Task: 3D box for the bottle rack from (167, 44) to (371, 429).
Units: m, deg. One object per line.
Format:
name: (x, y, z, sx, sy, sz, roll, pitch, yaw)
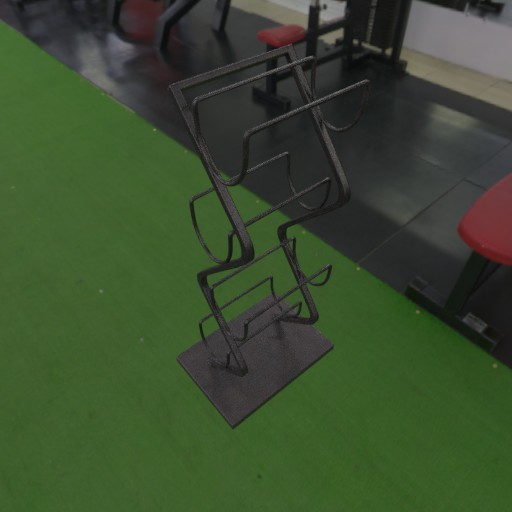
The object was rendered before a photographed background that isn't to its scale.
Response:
bottle rack: (0.000, 0.000, 0.673, 0.254, 0.559, 0.178, -31, 53, -27)
